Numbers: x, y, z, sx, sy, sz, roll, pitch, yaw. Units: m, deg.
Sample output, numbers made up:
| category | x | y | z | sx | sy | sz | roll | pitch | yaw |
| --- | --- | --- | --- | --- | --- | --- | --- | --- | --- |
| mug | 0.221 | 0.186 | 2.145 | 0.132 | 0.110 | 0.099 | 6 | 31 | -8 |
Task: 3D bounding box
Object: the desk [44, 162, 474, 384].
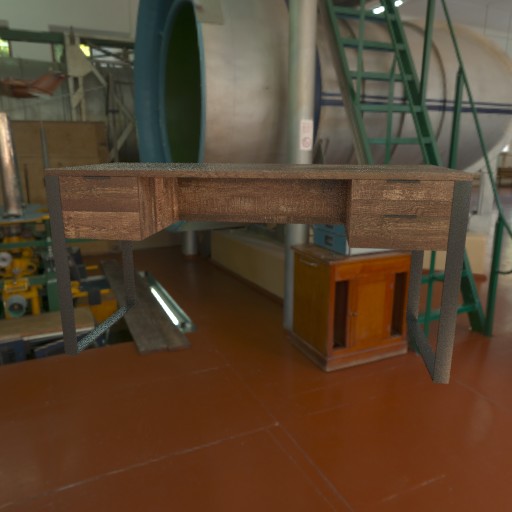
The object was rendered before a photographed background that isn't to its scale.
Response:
| category | x | y | z | sx | sy | sz | roll | pitch | yaw |
| --- | --- | --- | --- | --- | --- | --- | --- | --- | --- |
| desk | 0.000 | 0.000 | 1.931 | 1.524 | 0.762 | 0.599 | 2 | 14 | 9 |
